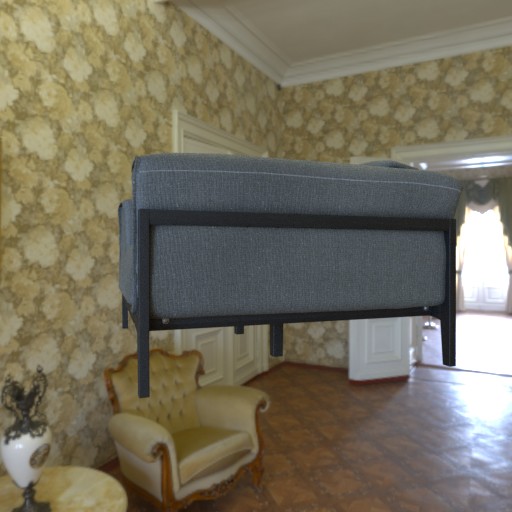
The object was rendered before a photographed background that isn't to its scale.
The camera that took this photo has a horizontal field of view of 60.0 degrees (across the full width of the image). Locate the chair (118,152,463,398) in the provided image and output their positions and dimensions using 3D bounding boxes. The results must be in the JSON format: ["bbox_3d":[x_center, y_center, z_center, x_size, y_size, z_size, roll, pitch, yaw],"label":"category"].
[{"bbox_3d":[0.000,0.000,1.647,0.969,0.646,1.056,0,0,-19],"label":"chair"}]
